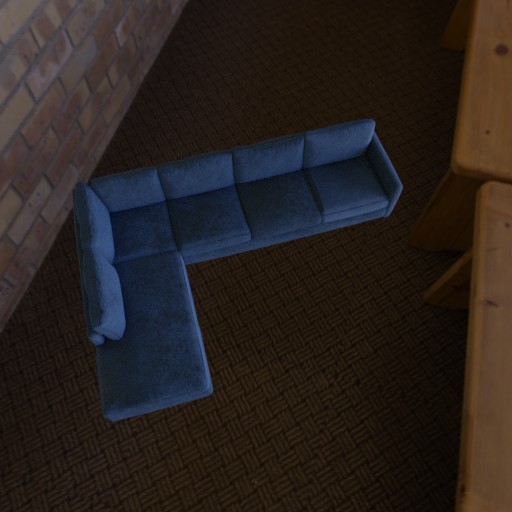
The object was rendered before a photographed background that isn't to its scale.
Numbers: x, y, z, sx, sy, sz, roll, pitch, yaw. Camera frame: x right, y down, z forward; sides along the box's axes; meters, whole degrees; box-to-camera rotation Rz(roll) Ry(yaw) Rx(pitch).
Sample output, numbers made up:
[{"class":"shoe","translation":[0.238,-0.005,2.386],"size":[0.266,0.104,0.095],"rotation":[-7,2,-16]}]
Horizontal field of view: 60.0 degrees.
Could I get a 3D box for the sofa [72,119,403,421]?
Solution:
[{"class":"sofa","translation":[0.000,0.000,3.901],"size":[2.949,0.815,2.007],"rotation":[-14,64,-7]}]
